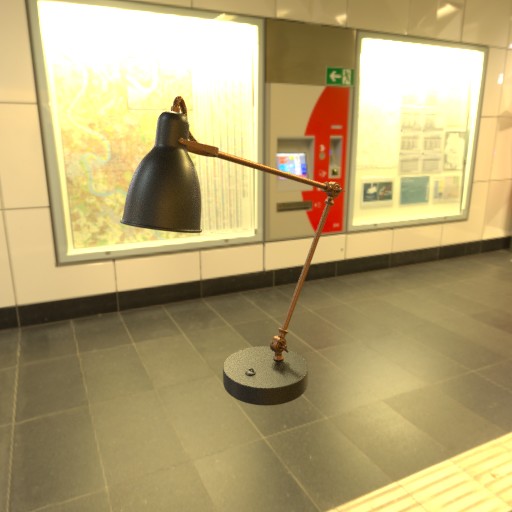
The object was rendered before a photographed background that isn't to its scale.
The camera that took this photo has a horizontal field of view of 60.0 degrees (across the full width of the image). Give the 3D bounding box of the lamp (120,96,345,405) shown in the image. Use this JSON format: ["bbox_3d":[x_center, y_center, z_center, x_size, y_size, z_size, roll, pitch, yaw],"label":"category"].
[{"bbox_3d":[0.000,0.000,0.888,0.187,0.587,0.561,14,20,43],"label":"lamp"}]
